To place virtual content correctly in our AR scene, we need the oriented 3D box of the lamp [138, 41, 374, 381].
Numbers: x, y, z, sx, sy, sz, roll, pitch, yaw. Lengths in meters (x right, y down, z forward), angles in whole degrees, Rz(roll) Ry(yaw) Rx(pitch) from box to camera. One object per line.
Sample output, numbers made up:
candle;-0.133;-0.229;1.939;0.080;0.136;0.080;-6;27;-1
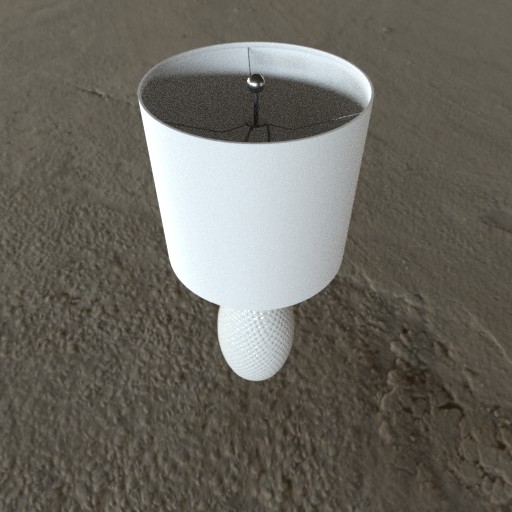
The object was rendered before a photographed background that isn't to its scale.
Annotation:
lamp;0.000;0.000;0.567;0.214;0.466;0.214;18;48;18
